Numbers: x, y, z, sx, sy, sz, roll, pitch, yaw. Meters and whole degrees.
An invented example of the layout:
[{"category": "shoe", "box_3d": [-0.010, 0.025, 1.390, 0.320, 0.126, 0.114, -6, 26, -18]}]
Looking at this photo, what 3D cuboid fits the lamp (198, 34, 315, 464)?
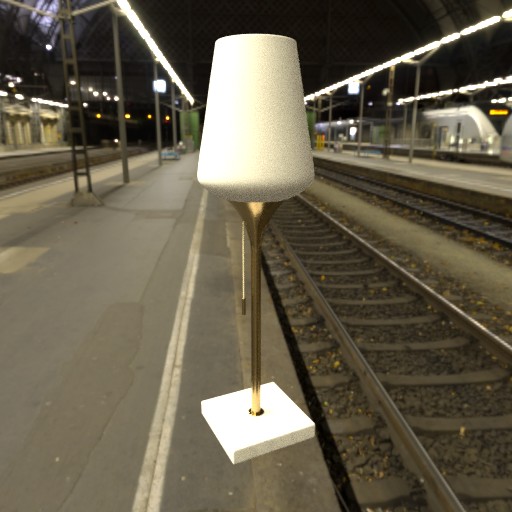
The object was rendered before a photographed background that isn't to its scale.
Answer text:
[{"category": "lamp", "box_3d": [0.000, 0.000, 0.724, 0.181, 0.639, 0.181, -7, 17, -25]}]
